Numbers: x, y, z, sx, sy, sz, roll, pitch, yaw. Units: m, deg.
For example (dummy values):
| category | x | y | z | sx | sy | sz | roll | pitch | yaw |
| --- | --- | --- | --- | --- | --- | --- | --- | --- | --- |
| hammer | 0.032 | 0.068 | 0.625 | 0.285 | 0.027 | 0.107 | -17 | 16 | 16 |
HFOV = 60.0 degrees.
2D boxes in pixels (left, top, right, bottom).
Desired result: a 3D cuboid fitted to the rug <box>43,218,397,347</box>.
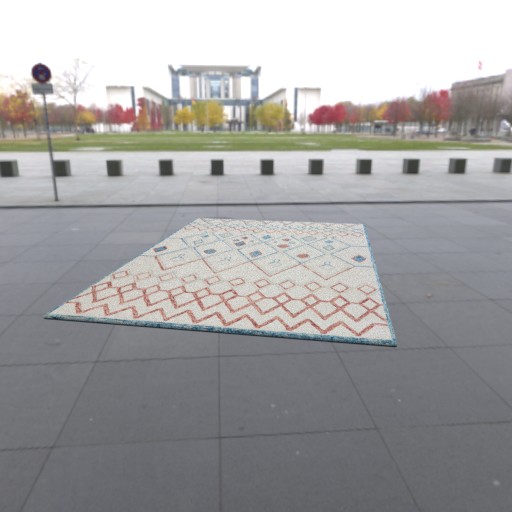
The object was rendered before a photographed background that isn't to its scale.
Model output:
| category | x | y | z | sx | sy | sz | roll | pitch | yaw |
| --- | --- | --- | --- | --- | --- | --- | --- | --- | --- |
| rug | 0.000 | 0.000 | 2.341 | 1.219 | 0.016 | 1.829 | 3 | 16 | 10 |
